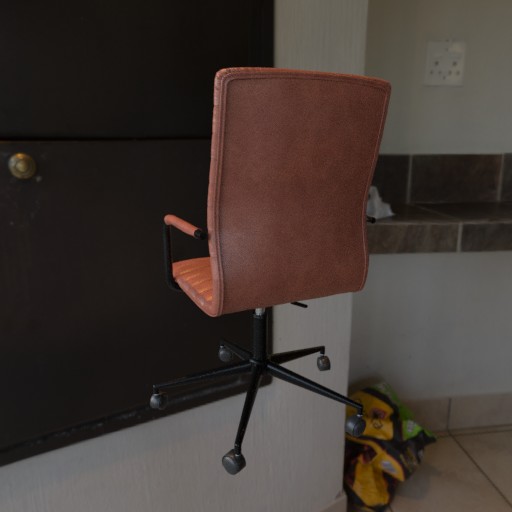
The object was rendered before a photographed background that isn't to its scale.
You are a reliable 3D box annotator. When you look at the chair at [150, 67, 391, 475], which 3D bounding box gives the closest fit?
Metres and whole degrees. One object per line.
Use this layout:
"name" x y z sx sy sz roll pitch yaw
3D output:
"chair" 0.000 0.000 1.222 0.600 0.878 0.578 -7 16 -25
